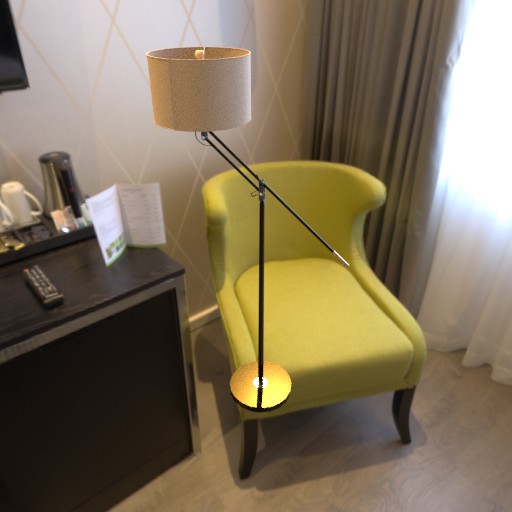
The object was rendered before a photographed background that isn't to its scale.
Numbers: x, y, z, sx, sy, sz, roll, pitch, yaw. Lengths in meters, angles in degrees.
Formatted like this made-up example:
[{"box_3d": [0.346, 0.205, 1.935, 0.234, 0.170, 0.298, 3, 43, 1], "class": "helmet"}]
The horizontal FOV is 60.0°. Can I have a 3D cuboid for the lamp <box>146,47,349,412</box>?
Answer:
[{"box_3d": [0.000, 0.000, 1.953, 0.809, 1.635, 0.373, 10, 33, 17], "class": "lamp"}]
